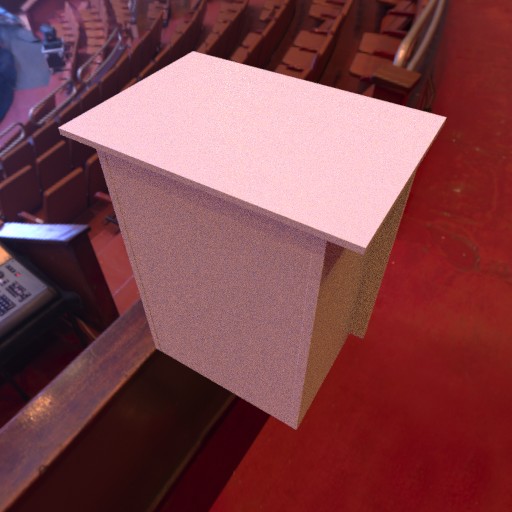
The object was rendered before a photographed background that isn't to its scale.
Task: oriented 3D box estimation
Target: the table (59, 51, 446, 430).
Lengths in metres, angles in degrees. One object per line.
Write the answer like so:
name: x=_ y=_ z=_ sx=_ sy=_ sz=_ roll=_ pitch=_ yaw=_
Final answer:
table: x=0.000 y=0.000 z=1.072 sx=0.589 sy=0.711 sz=0.406 roll=24 pitch=51 yaw=21
